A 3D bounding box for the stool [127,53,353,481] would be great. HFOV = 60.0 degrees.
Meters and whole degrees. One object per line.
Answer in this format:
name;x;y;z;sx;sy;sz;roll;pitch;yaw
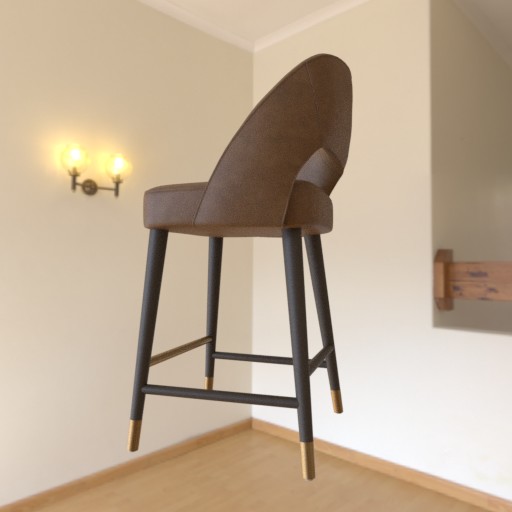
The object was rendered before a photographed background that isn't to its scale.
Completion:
stool;0.000;0.000;1.197;0.509;0.940;0.494;0;-1;19
